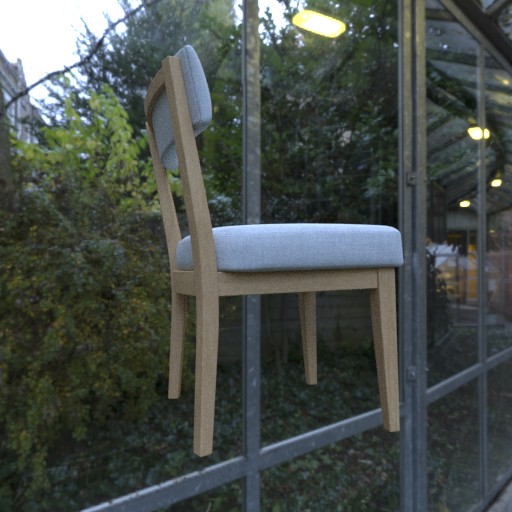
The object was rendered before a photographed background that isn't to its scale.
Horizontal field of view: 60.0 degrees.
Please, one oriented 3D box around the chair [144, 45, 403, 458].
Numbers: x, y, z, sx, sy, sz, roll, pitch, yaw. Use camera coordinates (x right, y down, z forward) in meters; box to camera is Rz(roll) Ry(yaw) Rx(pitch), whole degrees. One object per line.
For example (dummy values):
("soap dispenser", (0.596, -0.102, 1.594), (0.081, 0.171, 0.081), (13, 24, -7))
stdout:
("chair", (0.000, 0.000, 1.165), (0.572, 0.832, 0.508), (0, -1, -19))
